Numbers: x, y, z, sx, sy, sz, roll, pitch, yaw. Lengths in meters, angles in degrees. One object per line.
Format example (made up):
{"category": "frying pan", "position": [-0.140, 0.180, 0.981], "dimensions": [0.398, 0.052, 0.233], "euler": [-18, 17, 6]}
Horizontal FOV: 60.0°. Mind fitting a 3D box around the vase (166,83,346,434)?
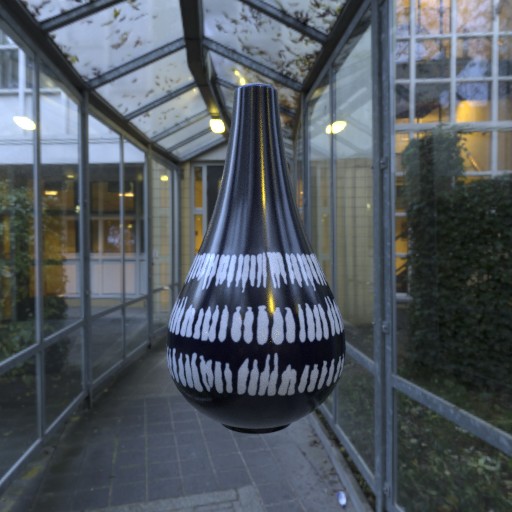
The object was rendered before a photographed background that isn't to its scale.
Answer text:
{"category": "vase", "position": [0.000, 0.000, 0.397], "dimensions": [0.159, 0.295, 0.159], "euler": [0, 1, 0]}
